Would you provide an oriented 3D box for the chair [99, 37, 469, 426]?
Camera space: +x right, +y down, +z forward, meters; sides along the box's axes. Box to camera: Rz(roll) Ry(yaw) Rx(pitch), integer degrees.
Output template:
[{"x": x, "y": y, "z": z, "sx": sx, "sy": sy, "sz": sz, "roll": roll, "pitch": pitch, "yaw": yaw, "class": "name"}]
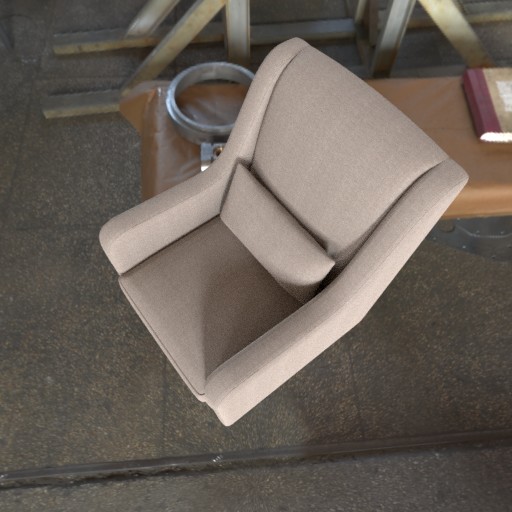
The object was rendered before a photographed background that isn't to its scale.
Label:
[{"x": 0.000, "y": 0.000, "z": 1.577, "sx": 0.890, "sy": 1.017, "sz": 0.715, "roll": -35, "pitch": 68, "yaw": -16, "class": "chair"}]
